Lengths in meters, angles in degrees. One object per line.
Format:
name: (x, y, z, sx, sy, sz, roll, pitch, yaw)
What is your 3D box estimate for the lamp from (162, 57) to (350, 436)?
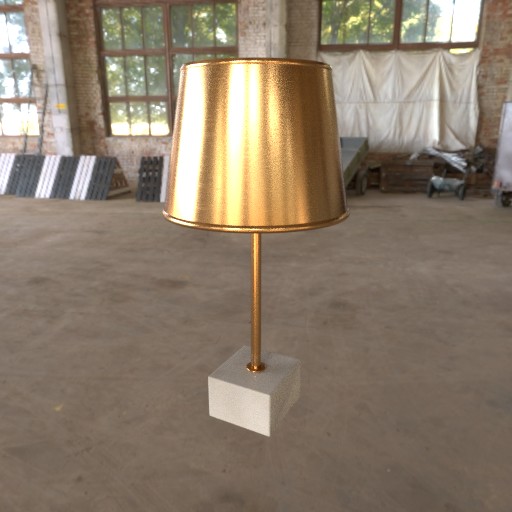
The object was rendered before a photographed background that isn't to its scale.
lamp: (0.000, 0.000, 0.517, 0.208, 0.406, 0.208, 0, 17, 0)
